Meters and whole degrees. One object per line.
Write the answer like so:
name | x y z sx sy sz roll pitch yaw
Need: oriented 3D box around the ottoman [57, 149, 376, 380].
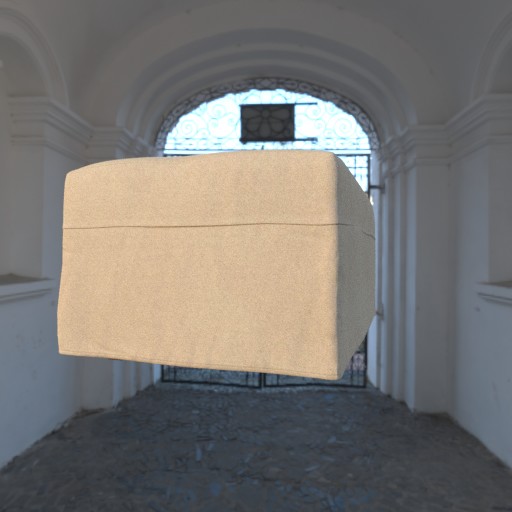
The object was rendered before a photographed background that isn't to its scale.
ottoman | 0.000 0.000 1.208 0.590 0.444 0.872 0 0 19
